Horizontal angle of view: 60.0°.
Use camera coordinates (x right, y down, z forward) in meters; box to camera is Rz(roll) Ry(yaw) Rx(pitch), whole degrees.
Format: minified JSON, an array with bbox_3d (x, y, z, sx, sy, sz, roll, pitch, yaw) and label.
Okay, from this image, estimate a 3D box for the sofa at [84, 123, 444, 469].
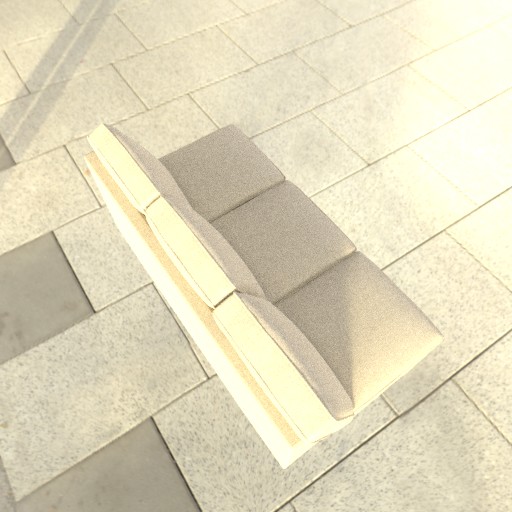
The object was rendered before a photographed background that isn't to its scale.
[{"bbox_3d":[0.000,0.000,2.508,1.027,0.973,1.962,-32,64,-18],"label":"sofa"}]
